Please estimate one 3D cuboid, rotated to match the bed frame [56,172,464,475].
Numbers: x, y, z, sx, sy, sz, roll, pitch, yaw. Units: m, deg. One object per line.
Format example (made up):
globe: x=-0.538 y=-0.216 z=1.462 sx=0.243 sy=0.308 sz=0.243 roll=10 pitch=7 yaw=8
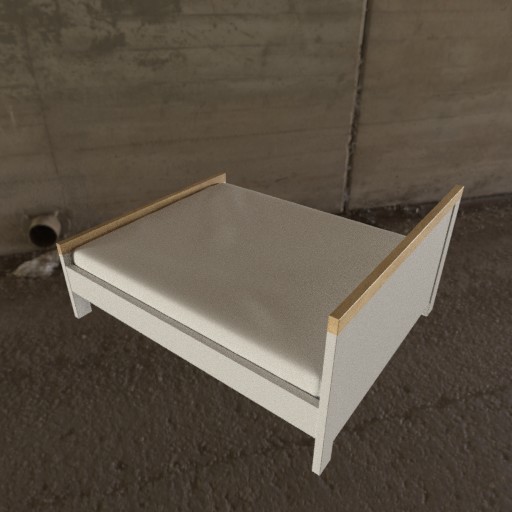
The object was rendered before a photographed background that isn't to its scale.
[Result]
bed frame: x=0.000 y=0.000 z=3.026 sx=2.050 sy=0.980 sz=1.670 roll=21 pitch=37 yaw=31
